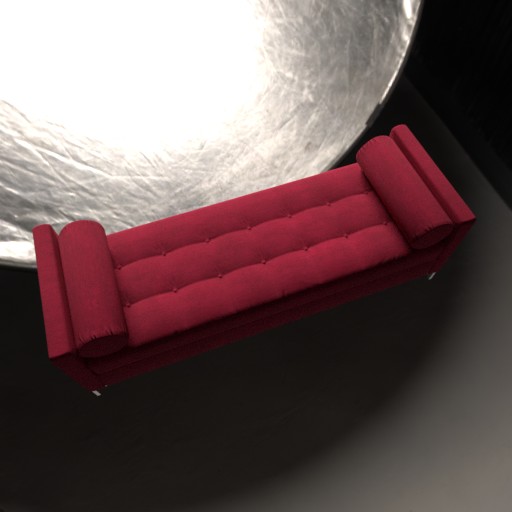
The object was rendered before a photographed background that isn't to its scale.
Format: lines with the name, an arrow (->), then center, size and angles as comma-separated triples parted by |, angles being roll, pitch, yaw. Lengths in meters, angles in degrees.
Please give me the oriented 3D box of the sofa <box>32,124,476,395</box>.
sofa -> 0.000, 0.000, 2.329 | 1.981, 0.635, 0.686 | -18, 61, -10
